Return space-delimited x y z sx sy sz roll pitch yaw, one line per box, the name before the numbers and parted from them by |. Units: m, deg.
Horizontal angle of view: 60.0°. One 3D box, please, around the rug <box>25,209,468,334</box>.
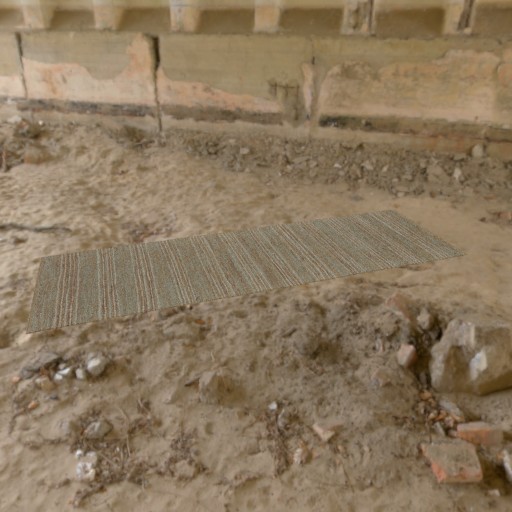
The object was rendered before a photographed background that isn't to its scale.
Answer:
rug | 0.000 0.000 2.654 2.438 0.006 0.783 -9 29 -16
